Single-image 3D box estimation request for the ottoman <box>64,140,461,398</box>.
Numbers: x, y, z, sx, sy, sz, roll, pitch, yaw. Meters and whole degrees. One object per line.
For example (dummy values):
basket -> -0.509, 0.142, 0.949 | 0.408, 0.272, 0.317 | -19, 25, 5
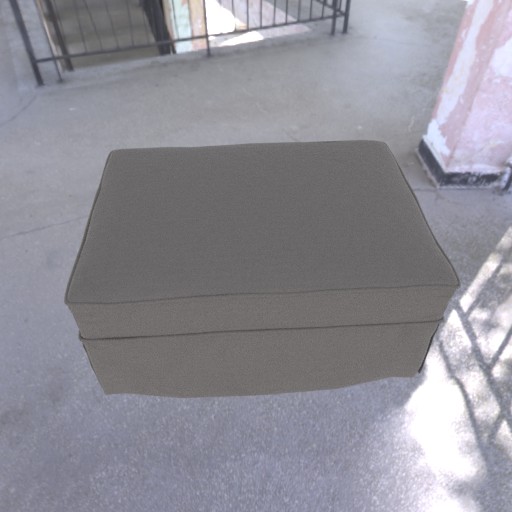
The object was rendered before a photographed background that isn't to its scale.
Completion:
ottoman -> 0.000, 0.000, 1.348 | 0.944, 0.479, 0.703 | -3, 45, -3
